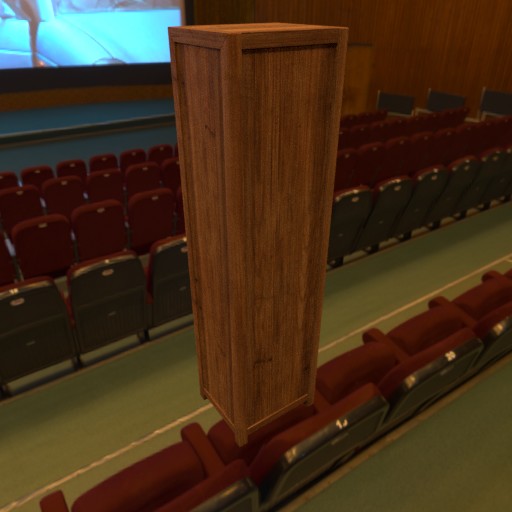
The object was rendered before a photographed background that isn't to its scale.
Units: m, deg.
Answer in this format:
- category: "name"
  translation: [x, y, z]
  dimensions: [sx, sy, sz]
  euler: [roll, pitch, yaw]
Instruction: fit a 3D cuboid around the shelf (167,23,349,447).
- category: "shelf"
  translation: [0.000, 0.000, 2.067]
  dimensions: [0.500, 1.900, 0.428]
  euler: [-19, 35, -30]
